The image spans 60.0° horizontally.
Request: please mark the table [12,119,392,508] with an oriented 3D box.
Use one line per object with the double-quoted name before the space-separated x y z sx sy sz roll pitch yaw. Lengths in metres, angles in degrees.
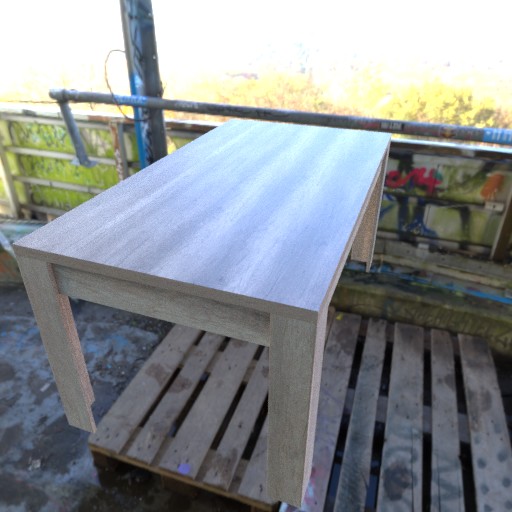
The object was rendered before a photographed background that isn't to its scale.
"table" 0.000 0.000 1.979 0.900 0.775 1.600 11 32 18
